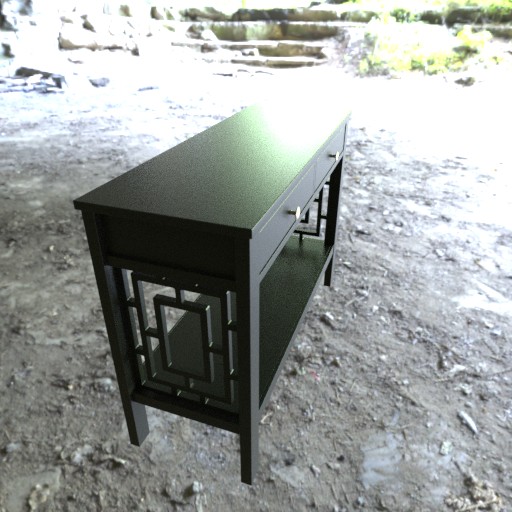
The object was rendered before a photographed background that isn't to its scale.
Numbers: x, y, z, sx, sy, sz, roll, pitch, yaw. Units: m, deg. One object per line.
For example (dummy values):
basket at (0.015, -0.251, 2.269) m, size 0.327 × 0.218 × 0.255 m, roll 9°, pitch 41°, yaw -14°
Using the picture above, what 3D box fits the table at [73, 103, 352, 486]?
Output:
table at (0.000, 0.000, 1.455) m, size 0.397 × 0.753 × 1.068 m, roll 10°, pitch 31°, yaw 17°
